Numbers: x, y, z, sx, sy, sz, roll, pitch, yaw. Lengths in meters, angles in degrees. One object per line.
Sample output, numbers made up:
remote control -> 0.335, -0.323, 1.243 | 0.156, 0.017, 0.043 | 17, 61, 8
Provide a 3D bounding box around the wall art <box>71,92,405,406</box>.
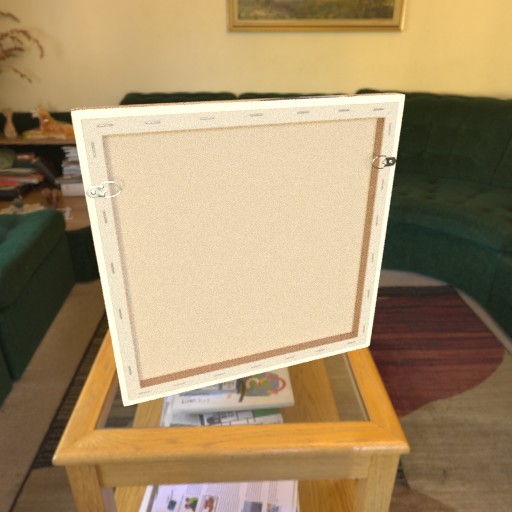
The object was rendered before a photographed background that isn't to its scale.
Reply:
wall art -> 0.000, 0.000, 1.366 | 0.912, 0.914, 0.039 | -9, 28, -18
